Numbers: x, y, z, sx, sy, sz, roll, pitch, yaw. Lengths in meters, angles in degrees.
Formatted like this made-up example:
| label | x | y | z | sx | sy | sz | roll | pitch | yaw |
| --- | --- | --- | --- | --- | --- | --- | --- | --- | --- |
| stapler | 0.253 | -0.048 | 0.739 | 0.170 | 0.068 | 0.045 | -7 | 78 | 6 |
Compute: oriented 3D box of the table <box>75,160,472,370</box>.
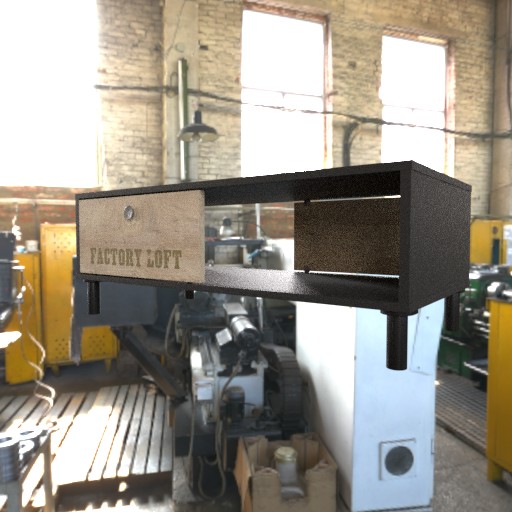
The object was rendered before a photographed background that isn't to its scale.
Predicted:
| label | x | y | z | sx | sy | sz | roll | pitch | yaw |
| --- | --- | --- | --- | --- | --- | --- | --- | --- | --- |
| table | 0.000 | 0.000 | 1.354 | 1.100 | 0.400 | 0.550 | 2 | 3 | 37 |
